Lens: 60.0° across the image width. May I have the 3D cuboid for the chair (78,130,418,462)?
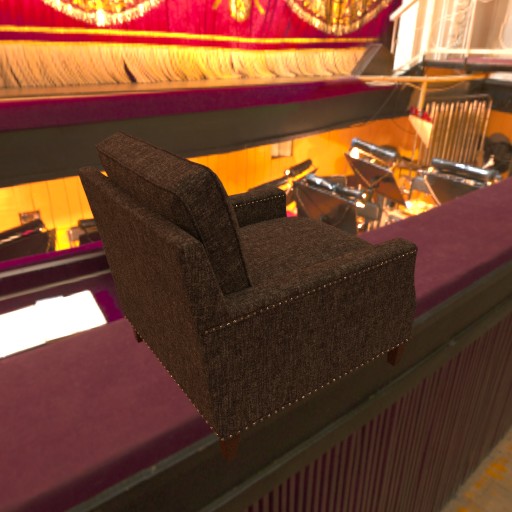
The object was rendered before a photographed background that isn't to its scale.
[{"bbox_3d":[0.000,0.000,1.717,1.014,0.943,0.853,-17,31,-31],"label":"chair"}]
